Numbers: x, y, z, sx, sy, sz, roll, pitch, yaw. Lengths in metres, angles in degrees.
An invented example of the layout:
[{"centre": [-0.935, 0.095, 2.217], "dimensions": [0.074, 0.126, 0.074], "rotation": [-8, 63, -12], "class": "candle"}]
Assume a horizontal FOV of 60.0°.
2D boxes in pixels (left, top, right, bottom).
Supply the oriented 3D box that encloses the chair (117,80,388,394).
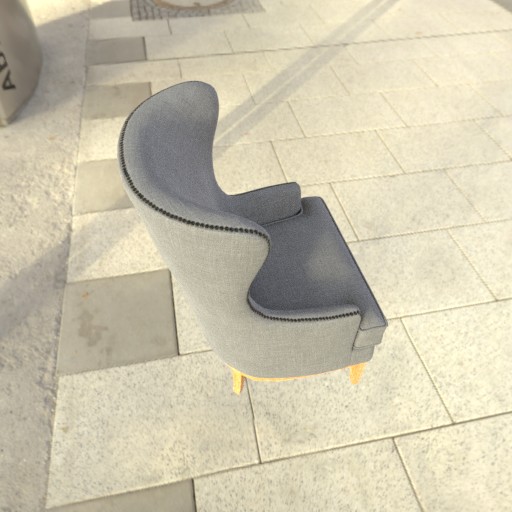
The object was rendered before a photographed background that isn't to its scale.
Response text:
[{"centre": [0.000, 0.000, 1.856], "dimensions": [0.883, 1.176, 0.864], "rotation": [-10, 49, -9], "class": "chair"}]
